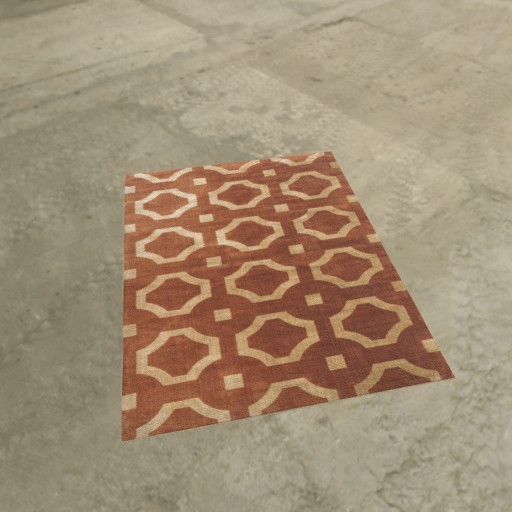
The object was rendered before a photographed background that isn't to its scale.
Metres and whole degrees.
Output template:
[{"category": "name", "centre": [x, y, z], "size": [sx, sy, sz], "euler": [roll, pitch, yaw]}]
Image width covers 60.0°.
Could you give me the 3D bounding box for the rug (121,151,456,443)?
[{"category": "rug", "centre": [0.000, 0.000, 4.182], "size": [2.466, 0.021, 3.049], "euler": [-8, 47, -8]}]
